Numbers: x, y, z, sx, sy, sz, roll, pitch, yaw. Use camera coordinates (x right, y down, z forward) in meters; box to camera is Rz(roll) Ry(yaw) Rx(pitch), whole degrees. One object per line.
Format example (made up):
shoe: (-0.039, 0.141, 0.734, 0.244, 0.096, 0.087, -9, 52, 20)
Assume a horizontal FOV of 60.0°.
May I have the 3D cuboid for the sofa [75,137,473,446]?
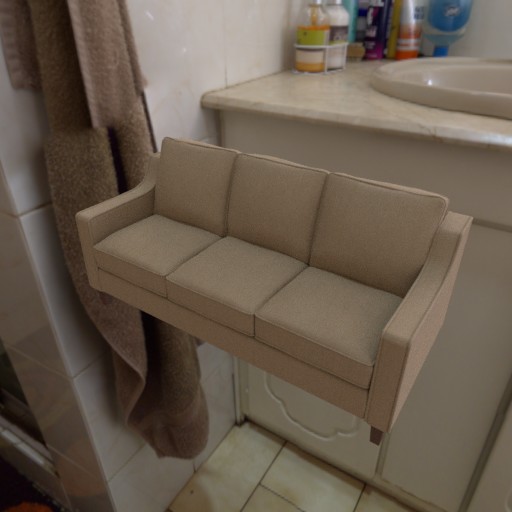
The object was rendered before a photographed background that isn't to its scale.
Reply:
sofa: (0.000, 0.000, 2.512, 1.986, 0.974, 0.911, 19, 36, 29)
